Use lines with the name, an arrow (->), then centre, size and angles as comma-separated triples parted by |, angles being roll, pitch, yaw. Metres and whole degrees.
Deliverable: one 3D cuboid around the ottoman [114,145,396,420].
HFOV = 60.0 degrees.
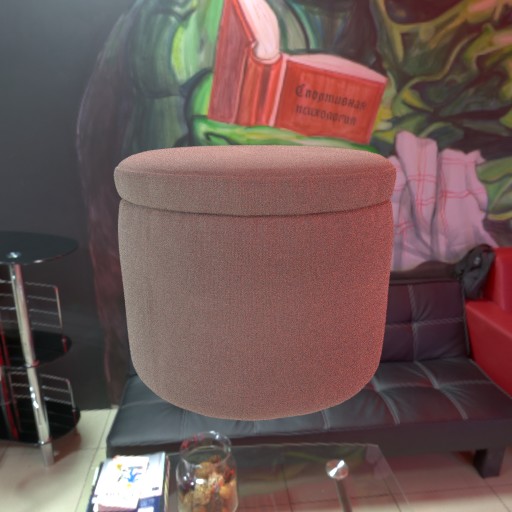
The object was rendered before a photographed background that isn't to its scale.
ottoman -> 0.000, 0.000, 0.851 | 0.497, 0.409, 0.497 | 0, 16, 0
